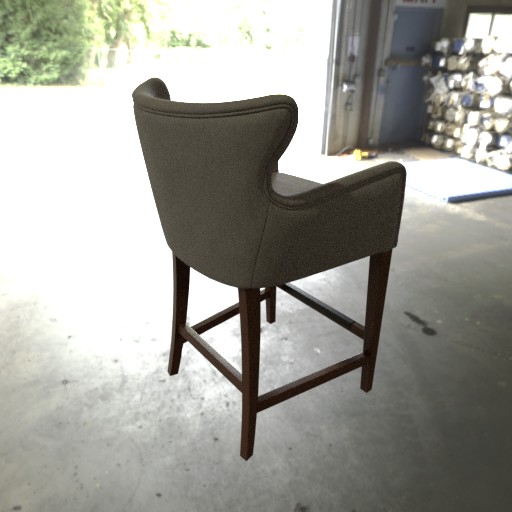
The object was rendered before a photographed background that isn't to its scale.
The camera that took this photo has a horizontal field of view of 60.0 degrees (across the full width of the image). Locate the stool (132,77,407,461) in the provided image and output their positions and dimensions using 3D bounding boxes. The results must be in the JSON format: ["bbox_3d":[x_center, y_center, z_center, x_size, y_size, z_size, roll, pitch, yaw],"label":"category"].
[{"bbox_3d":[0.000,0.000,1.289,0.575,0.951,0.575,-19,32,-33],"label":"stool"}]
